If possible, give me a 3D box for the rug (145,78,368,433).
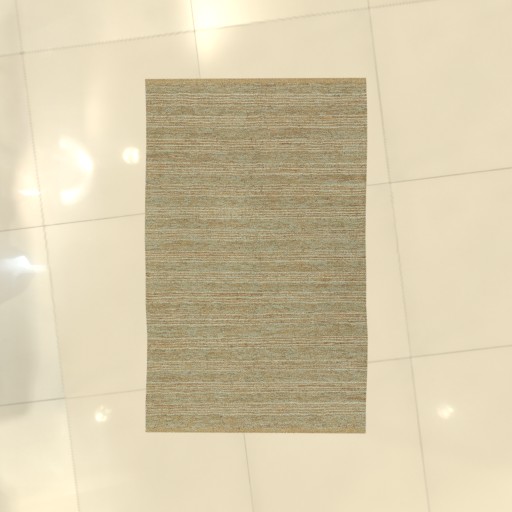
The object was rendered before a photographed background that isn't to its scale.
[{"bbox_3d":[0.000,0.000,3.061,1.540,0.012,2.448,0,90,1],"label":"rug"}]
